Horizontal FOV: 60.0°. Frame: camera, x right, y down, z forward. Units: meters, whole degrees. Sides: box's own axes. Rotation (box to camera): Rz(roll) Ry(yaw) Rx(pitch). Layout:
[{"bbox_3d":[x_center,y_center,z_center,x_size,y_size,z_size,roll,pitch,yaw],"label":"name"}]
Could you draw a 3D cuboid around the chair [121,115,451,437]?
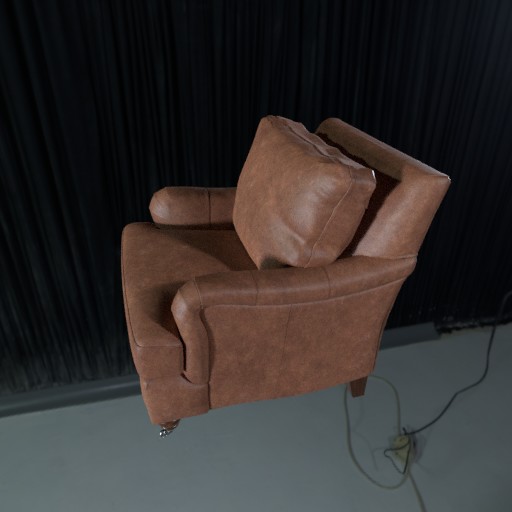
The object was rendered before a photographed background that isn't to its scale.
[{"bbox_3d":[0.000,0.000,1.964,1.158,1.055,0.986,-9,31,-14],"label":"chair"}]
